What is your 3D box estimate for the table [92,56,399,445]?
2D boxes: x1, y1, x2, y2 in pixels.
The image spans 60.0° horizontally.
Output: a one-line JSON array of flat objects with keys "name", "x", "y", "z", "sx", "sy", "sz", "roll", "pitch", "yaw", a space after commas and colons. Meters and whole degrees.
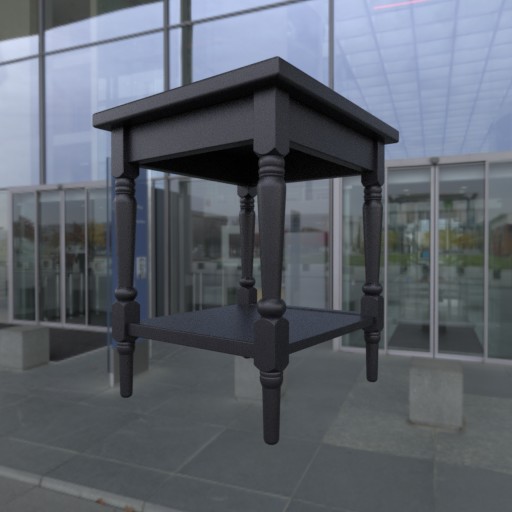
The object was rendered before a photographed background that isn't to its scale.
[{"name": "table", "x": 0.000, "y": 0.000, "z": 0.940, "sx": 0.442, "sy": 0.565, "sz": 0.488, "roll": 1, "pitch": 1, "yaw": 37}]
